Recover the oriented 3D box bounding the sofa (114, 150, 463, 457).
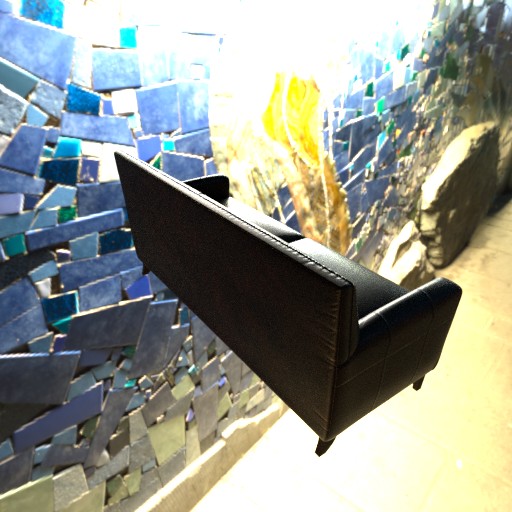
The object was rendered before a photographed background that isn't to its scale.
[{"bbox_3d":[0.000,0.000,2.451,0.786,0.871,1.995,-18,33,-31],"label":"sofa"}]
